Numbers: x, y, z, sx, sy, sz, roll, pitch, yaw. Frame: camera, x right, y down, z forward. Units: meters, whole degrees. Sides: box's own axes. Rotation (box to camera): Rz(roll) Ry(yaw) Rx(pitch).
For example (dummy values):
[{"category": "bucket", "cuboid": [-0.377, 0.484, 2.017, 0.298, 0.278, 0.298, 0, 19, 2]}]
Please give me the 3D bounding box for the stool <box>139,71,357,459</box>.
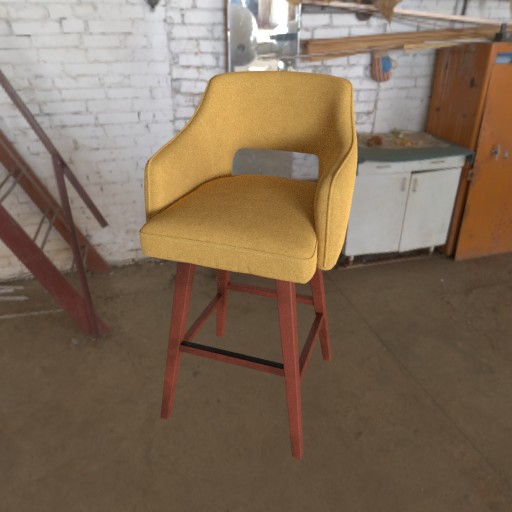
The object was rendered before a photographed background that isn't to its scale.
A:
[{"category": "stool", "cuboid": [0.000, 0.000, 1.369, 0.548, 1.012, 0.558, 9, 29, 17]}]
